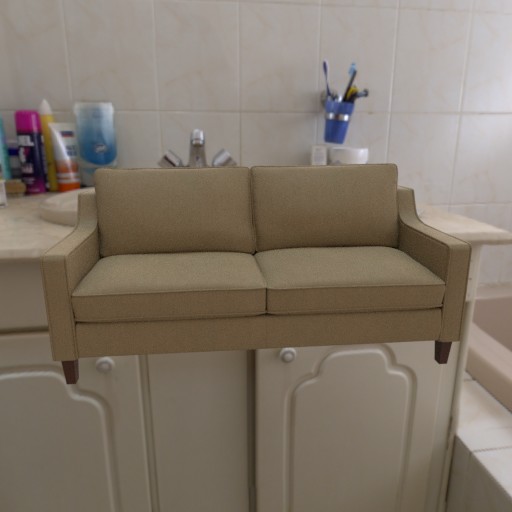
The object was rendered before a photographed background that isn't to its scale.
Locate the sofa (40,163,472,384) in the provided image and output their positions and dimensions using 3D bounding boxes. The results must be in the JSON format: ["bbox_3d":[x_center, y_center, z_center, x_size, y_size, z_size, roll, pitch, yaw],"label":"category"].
[{"bbox_3d":[0.000,0.000,2.731,2.178,1.071,1.066,-2,16,-6],"label":"sofa"}]
